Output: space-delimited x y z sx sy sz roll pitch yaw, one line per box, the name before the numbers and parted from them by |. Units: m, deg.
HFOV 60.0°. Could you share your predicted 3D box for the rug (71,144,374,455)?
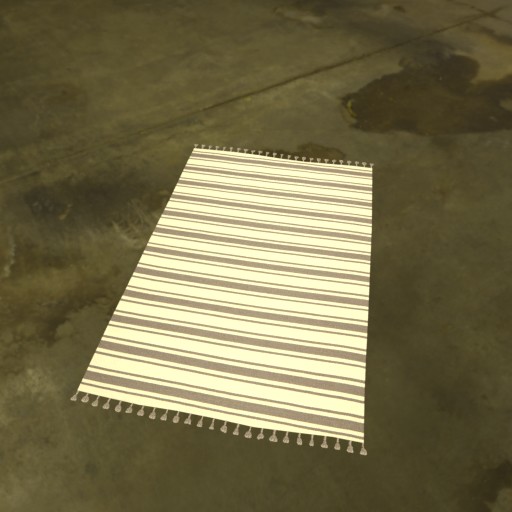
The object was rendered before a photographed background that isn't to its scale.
rug | 0.000 0.000 3.050 1.563 0.014 2.425 8 49 7
